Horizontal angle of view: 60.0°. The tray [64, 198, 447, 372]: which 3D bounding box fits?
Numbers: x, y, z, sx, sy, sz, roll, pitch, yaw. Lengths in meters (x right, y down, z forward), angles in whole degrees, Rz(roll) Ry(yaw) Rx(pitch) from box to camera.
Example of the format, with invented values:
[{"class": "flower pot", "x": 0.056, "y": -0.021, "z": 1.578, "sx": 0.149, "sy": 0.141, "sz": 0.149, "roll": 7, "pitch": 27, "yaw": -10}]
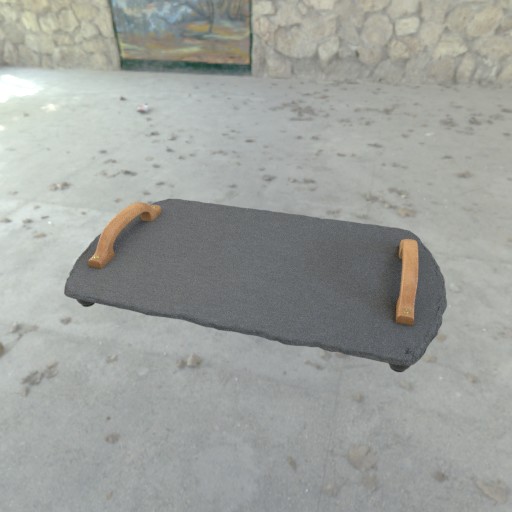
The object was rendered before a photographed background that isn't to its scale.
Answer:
[{"class": "tray", "x": 0.000, "y": 0.000, "z": 0.476, "sx": 0.387, "sy": 0.062, "sz": 0.231, "roll": 9, "pitch": 33, "yaw": 14}]
